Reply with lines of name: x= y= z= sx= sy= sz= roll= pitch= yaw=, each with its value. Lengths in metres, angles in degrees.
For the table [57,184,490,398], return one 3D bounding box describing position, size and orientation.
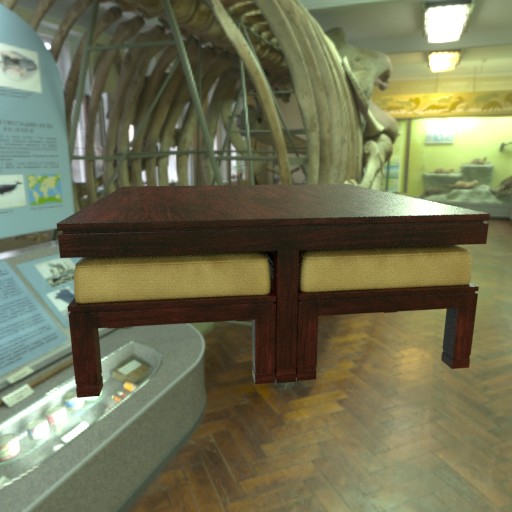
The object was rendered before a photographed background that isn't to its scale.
table: x=0.000 y=0.000 z=1.326 sx=0.865 sy=0.356 sz=0.865 roll=-2 pitch=14 yaw=-8
